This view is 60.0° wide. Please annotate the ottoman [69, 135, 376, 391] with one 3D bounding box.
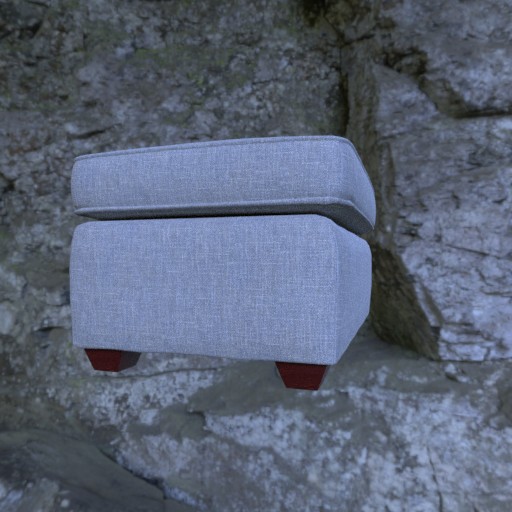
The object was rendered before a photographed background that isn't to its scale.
[{"bbox_3d":[0.000,0.000,1.125,0.559,0.457,0.762,0,-1,18],"label":"ottoman"}]
